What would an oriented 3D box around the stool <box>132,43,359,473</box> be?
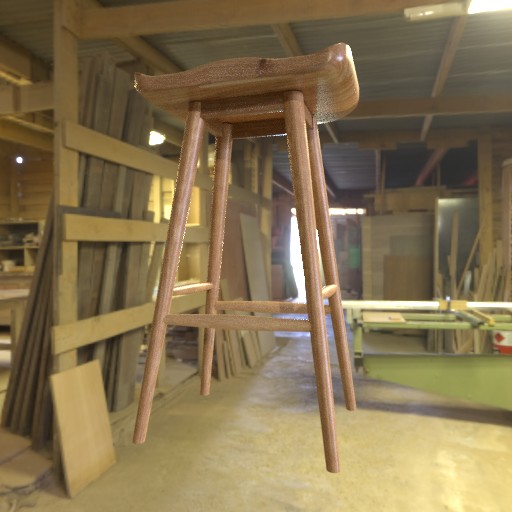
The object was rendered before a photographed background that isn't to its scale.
[{"bbox_3d":[0.000,0.000,0.918,0.407,0.698,0.322,0,0,18],"label":"stool"}]
